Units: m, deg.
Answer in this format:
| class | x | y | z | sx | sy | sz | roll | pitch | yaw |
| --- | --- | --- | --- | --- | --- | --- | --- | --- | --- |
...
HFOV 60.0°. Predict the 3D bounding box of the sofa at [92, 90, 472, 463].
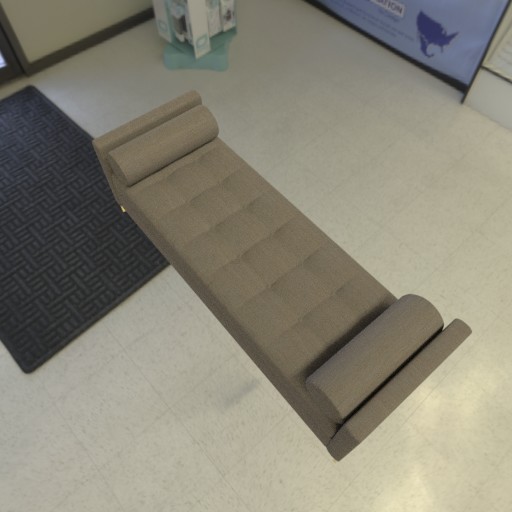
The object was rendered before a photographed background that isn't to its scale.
| class | x | y | z | sx | sy | sz | roll | pitch | yaw |
| --- | --- | --- | --- | --- | --- | --- | --- | --- | --- |
| sofa | 0.000 | 0.000 | 2.350 | 0.686 | 0.635 | 1.981 | -35 | 64 | -20 |
